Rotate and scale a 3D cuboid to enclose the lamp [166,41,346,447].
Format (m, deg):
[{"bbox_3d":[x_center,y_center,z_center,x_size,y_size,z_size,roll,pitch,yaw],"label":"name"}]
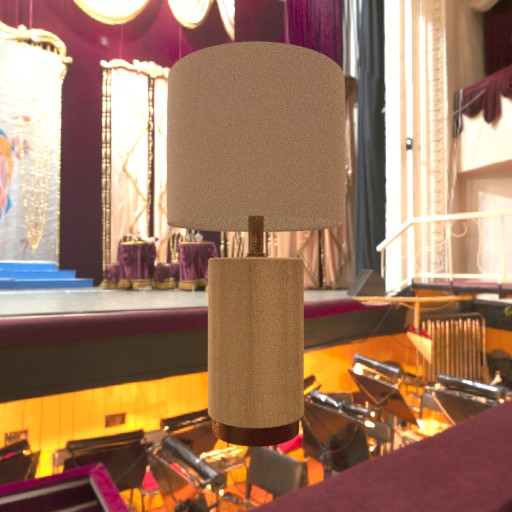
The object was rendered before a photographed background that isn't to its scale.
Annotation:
[{"bbox_3d":[0.000,0.000,0.572,0.228,0.444,0.228,1,-1,-35],"label":"lamp"}]
